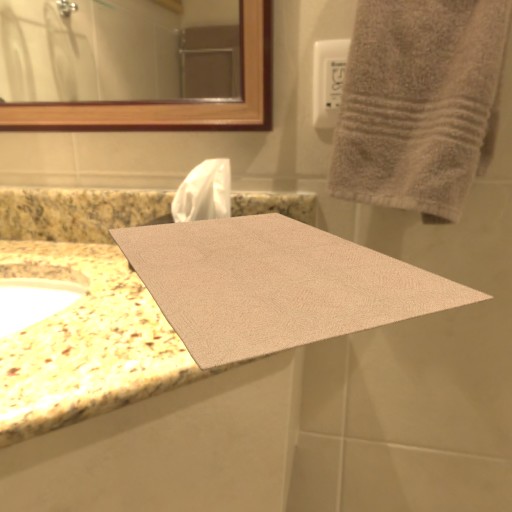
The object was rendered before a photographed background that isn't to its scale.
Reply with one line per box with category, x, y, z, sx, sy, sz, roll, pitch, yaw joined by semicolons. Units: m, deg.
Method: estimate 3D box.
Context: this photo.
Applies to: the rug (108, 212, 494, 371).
rug;0.000;0.000;2.305;1.236;0.009;1.839;-8;19;-24
